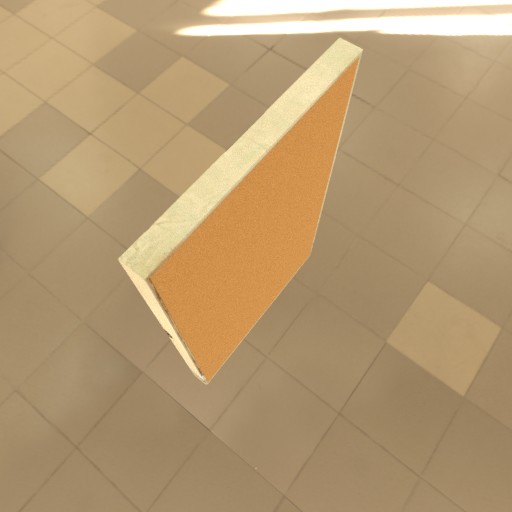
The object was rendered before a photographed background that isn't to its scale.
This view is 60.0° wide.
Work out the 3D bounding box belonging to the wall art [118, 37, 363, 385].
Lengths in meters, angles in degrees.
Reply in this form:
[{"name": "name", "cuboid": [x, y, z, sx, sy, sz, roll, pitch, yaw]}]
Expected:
[{"name": "wall art", "cuboid": [0.000, 0.000, 0.778, 0.036, 0.607, 0.403, 35, 69, 15]}]
